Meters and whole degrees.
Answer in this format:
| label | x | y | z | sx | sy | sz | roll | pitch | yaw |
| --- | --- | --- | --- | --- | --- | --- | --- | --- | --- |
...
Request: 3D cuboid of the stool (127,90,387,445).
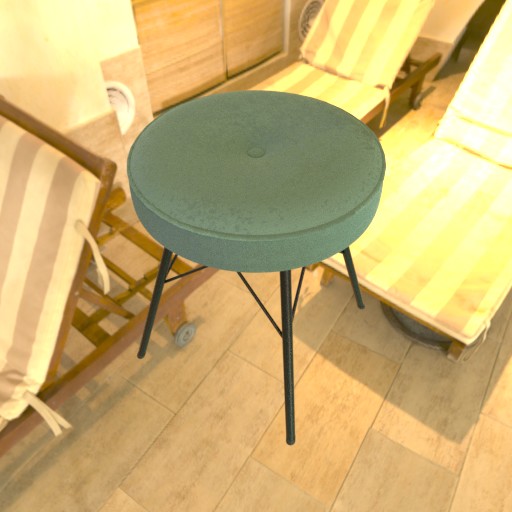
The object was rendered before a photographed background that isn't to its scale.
| label | x | y | z | sx | sy | sz | roll | pitch | yaw |
| --- | --- | --- | --- | --- | --- | --- | --- | --- | --- |
| stool | 0.000 | 0.000 | 0.879 | 0.457 | 0.519 | 0.458 | 30 | 54 | 26 |
